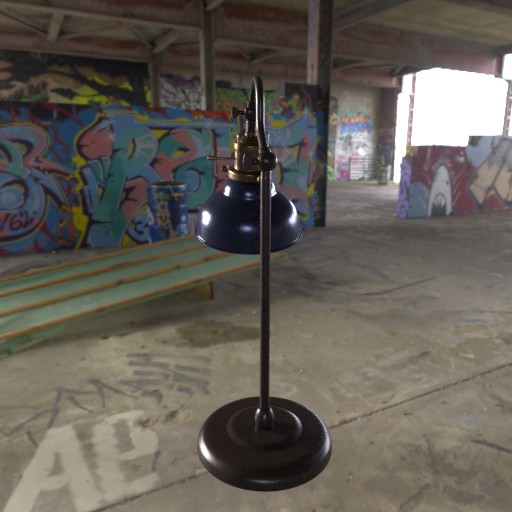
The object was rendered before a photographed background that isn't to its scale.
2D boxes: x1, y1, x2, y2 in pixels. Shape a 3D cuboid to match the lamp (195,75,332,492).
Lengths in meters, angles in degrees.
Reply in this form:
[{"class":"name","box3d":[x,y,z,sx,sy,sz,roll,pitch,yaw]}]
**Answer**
[{"class":"lamp","box3d":[0.000,0.000,0.668,0.192,0.508,0.374,-2,13,-7]}]
